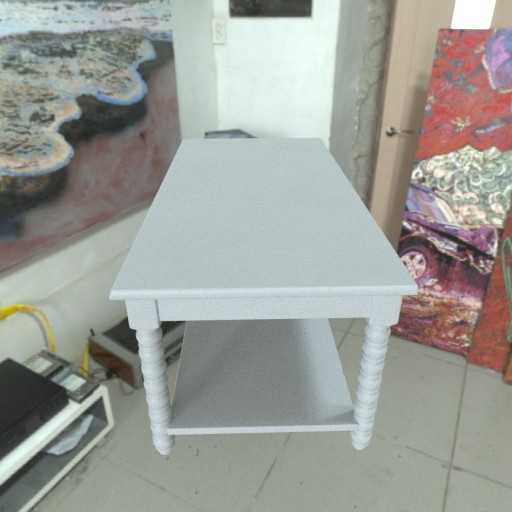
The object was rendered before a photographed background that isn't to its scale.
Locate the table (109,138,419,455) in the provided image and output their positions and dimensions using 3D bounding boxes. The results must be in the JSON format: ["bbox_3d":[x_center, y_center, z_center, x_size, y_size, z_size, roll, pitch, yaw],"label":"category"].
[{"bbox_3d":[0.000,0.000,1.437,0.580,0.487,1.171,-1,28,-1],"label":"table"}]
